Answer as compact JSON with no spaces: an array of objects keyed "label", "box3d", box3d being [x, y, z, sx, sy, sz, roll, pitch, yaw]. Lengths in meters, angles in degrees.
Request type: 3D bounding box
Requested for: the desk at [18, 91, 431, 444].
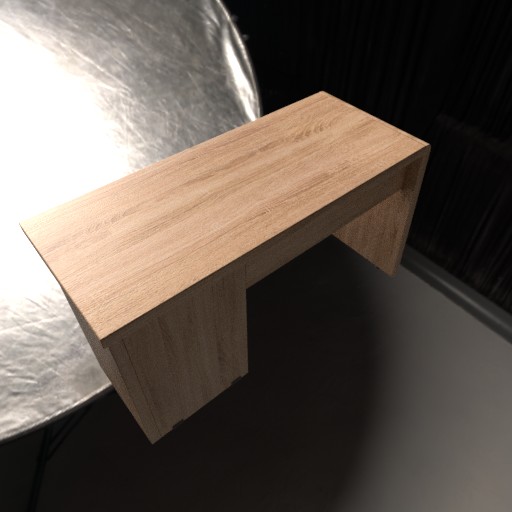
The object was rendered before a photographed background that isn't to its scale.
[{"label":"desk","box3d":[0.000,0.000,1.652,1.300,0.750,0.500,-31,54,-26]}]
